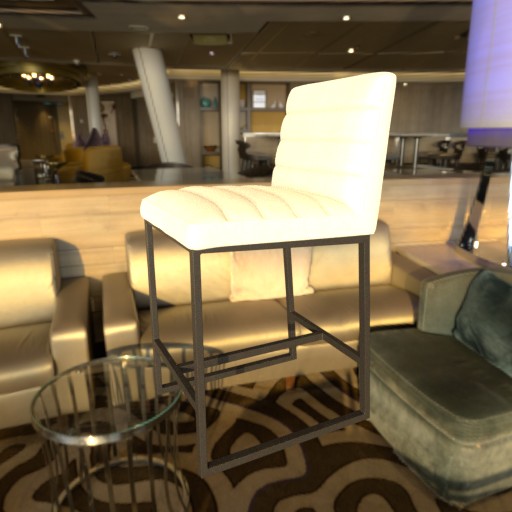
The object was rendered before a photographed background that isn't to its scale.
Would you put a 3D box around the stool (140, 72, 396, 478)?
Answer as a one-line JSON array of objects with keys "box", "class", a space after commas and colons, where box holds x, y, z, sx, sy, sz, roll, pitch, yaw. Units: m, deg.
[{"box": [0.000, 0.000, 1.268, 0.567, 0.971, 0.459, -8, 17, -26], "class": "stool"}]
